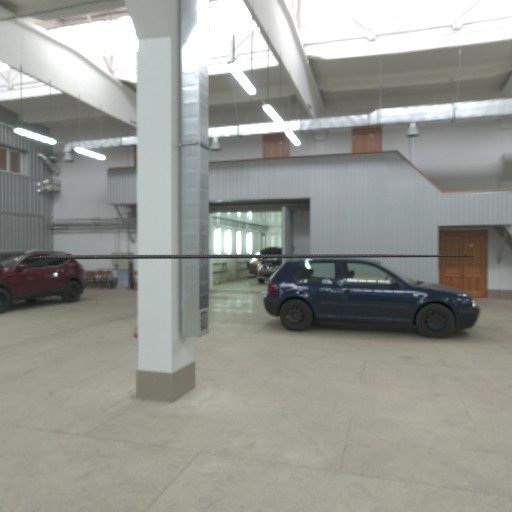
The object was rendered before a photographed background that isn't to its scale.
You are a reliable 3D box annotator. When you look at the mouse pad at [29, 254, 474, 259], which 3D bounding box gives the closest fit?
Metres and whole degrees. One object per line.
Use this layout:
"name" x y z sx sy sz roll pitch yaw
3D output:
"mouse pad" 0.000 0.000 1.040 0.907 0.003 0.424 0 1 -19
